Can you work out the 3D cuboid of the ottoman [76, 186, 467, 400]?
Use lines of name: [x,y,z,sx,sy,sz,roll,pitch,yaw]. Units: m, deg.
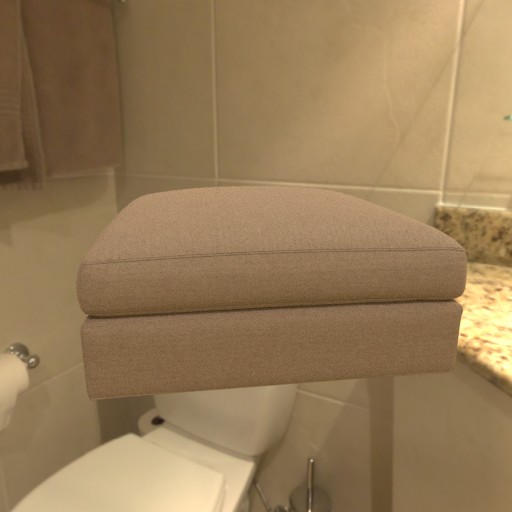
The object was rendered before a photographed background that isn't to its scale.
ottoman: [0.000,0.000,1.630,1.041,0.470,1.041,-2,15,-8]
